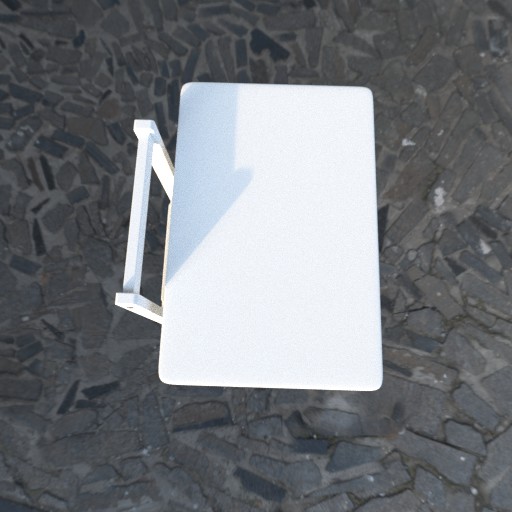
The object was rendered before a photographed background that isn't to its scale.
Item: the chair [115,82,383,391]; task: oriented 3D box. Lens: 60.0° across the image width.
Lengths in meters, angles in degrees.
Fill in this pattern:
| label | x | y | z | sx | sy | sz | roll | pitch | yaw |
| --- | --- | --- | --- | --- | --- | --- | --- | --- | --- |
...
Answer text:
| label | x | y | z | sx | sy | sz | roll | pitch | yaw |
| --- | --- | --- | --- | --- | --- | --- | --- | --- | --- |
| chair | 0.000 | 0.000 | 1.102 | 0.461 | 0.673 | 0.599 | 2 | 76 | 0 |
